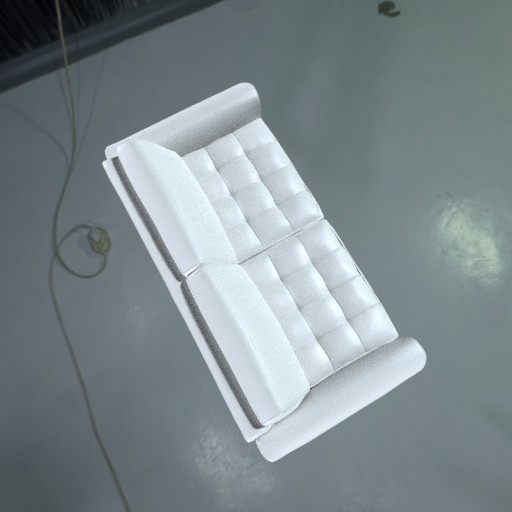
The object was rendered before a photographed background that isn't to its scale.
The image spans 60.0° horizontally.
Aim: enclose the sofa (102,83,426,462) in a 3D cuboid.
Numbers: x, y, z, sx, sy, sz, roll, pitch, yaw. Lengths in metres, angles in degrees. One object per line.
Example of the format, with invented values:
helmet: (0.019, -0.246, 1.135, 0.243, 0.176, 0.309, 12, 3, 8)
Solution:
sofa: (0.000, 0.000, 2.808, 1.121, 0.930, 2.177, -29, 77, -7)
